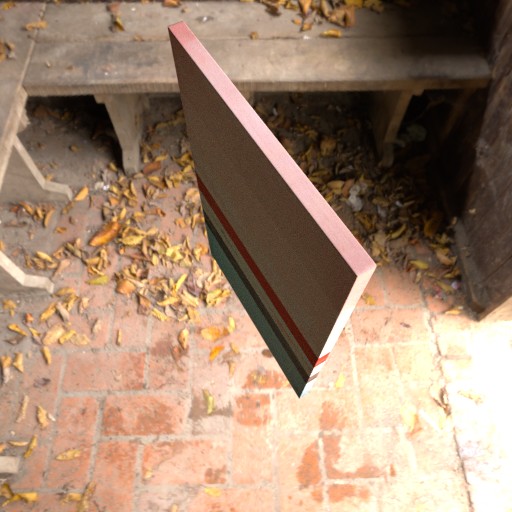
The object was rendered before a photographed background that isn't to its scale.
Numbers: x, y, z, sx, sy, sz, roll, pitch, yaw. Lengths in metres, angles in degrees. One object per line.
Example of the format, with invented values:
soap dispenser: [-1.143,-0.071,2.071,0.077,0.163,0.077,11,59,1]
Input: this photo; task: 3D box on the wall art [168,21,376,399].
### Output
wall art: [0.000,0.000,1.131,0.038,0.914,0.610,-27,65,-14]
